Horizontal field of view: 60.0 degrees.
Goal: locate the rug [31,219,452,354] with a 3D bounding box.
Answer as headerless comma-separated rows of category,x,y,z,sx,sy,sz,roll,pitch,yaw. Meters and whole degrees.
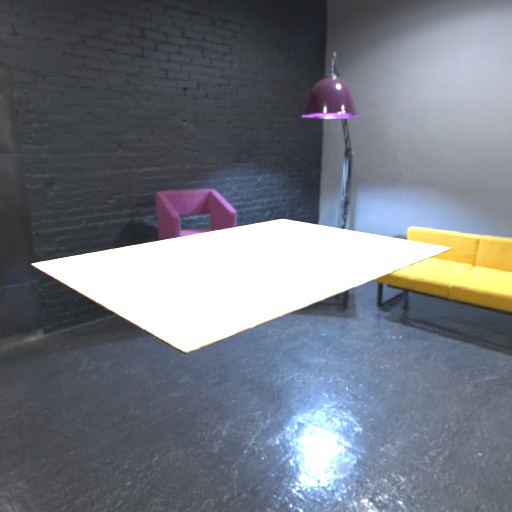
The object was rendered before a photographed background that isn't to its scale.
rug,0.000,0.000,2.733,2.134,0.010,1.524,-14,20,-42
